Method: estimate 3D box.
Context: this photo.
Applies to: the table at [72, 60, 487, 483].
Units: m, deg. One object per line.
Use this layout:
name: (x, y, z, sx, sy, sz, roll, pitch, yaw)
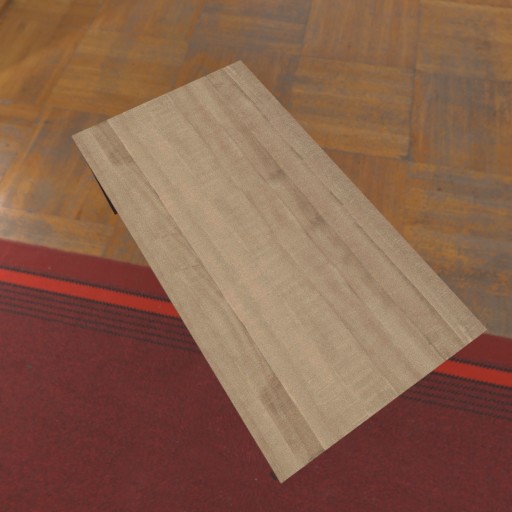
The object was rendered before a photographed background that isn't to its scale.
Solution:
table: (0.000, 0.000, 1.320, 0.574, 0.393, 1.062, -30, 67, -14)
